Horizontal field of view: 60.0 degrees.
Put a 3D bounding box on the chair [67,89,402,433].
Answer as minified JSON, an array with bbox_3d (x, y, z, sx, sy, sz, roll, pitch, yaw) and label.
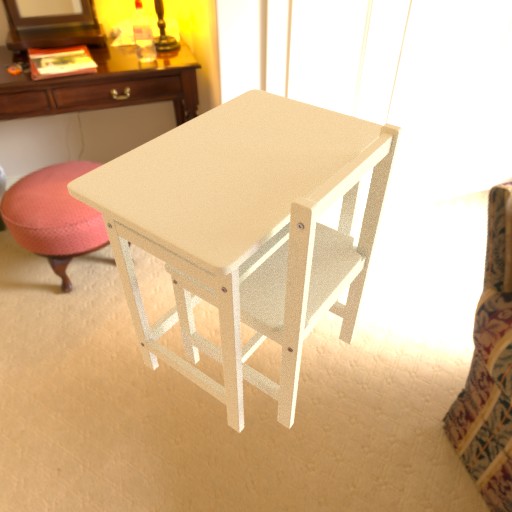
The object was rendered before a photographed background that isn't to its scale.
[{"bbox_3d":[0.000,0.000,1.089,0.461,0.673,0.599,26,48,26],"label":"chair"}]
